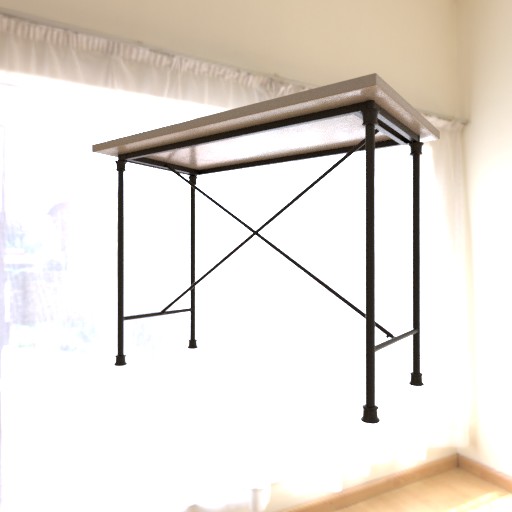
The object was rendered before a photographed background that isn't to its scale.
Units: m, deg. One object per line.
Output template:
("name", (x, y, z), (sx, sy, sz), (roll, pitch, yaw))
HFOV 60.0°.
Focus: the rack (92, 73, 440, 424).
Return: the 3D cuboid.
("rack", (0.000, 0.000, 1.654), (1.159, 0.880, 0.613), (0, 0, 36))
